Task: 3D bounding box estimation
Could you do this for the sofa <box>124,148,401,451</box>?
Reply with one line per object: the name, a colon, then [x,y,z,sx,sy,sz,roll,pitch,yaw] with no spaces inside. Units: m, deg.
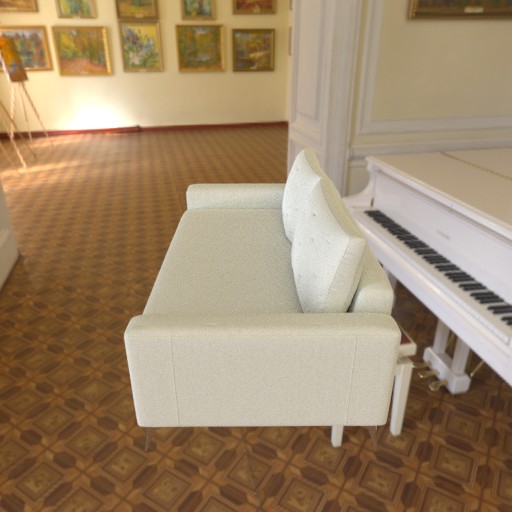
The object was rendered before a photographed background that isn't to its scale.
sofa: [0.000,0.000,2.180,0.920,0.790,1.650,0,26,0]
